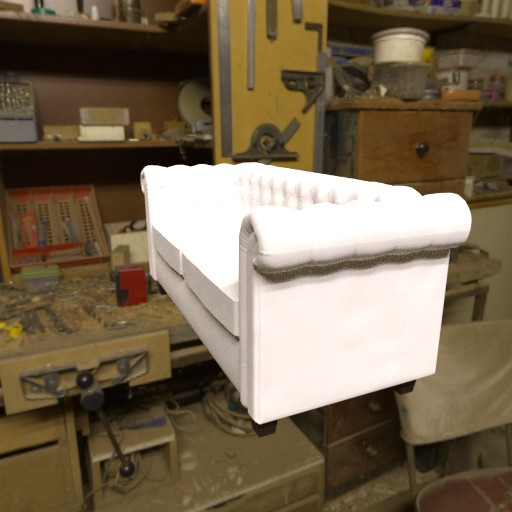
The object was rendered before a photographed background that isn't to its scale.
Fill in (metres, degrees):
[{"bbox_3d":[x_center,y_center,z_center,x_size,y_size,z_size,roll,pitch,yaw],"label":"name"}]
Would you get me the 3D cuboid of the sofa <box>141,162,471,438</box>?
[{"bbox_3d":[0.000,0.000,2.178,0.771,0.796,1.798,-7,17,-23],"label":"sofa"}]
